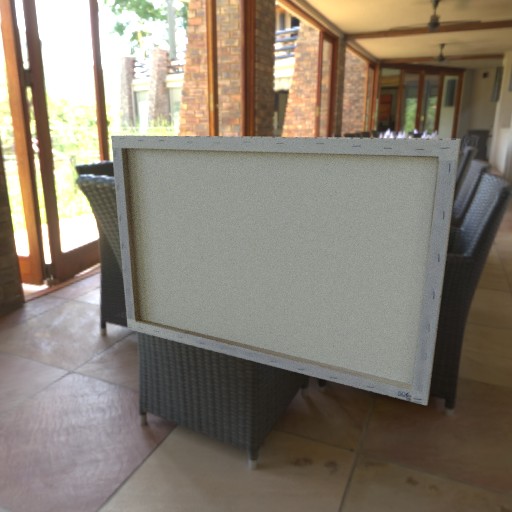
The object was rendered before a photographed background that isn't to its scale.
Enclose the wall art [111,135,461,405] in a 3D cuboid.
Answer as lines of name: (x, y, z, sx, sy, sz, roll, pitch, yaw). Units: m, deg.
wall art: (0.000, 0.000, 1.458, 1.143, 0.757, 0.038, 8, 18, 26)
